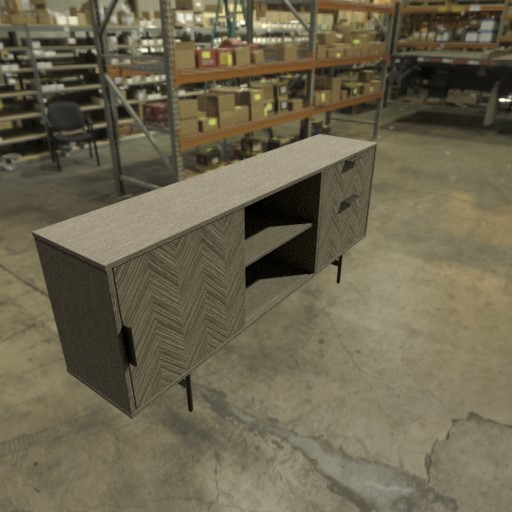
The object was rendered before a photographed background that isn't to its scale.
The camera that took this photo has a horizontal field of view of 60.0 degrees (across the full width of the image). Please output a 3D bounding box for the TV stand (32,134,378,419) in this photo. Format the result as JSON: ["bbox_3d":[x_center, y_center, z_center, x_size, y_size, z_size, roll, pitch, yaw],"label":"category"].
[{"bbox_3d":[0.000,0.000,2.104,0.405,0.787,1.804,19,33,32],"label":"TV stand"}]
